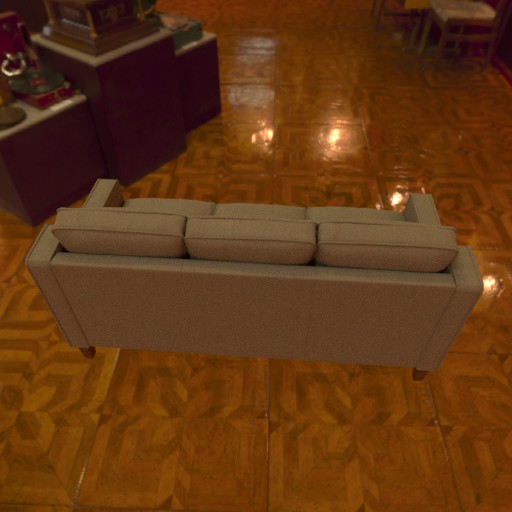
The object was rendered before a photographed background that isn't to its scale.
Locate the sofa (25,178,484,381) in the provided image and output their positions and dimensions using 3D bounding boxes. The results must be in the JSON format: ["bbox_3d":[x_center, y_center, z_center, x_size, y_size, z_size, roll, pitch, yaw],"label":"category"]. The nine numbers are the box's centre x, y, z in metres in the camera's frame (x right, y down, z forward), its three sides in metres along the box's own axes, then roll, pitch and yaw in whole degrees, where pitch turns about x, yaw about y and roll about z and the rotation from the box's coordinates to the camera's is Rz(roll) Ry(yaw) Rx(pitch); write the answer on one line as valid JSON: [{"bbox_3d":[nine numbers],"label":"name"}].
[{"bbox_3d":[0.000,0.000,2.452,1.986,0.974,0.911,3,45,3],"label":"sofa"}]
